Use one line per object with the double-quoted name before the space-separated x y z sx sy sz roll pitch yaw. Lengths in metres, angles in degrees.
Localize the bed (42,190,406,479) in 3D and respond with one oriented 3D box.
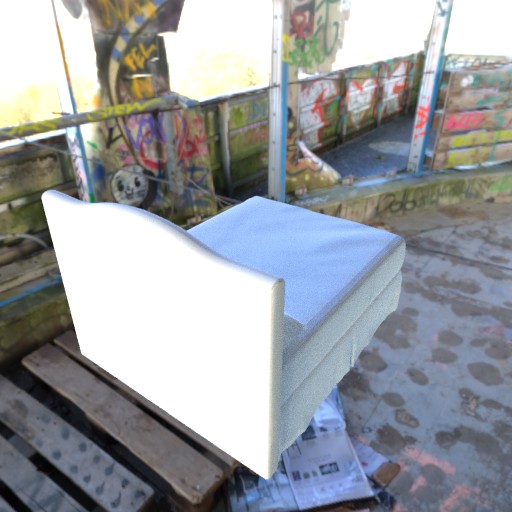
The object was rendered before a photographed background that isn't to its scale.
"bed" 0.000 0.000 3.332 1.753 1.460 2.143 20 36 31
